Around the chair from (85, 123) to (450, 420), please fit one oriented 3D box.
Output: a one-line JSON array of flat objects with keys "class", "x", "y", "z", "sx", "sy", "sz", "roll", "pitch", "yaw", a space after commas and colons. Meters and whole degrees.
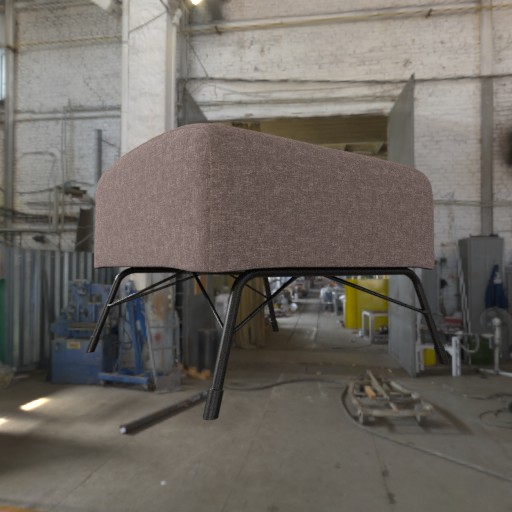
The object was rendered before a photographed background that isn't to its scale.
[{"class": "chair", "x": 0.000, "y": 0.000, "z": 0.901, "sx": 0.530, "sy": 0.410, "sz": 0.530, "roll": 1, "pitch": -2, "yaw": -36}]
